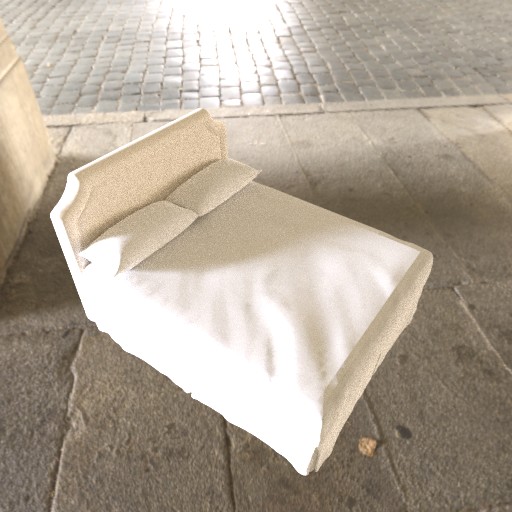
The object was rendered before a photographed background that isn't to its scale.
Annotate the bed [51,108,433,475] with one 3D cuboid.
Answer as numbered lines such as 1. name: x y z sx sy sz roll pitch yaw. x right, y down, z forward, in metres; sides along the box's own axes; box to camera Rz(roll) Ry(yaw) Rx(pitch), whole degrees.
1. bed: 0.000 0.000 3.867 2.548 1.524 2.134 26 48 26
